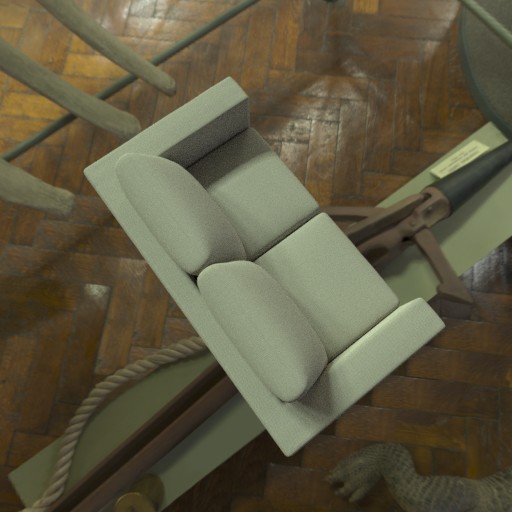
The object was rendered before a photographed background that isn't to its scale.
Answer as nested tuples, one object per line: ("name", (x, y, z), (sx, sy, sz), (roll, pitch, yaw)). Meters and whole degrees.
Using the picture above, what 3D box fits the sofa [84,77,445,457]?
("sofa", (0.000, 0.000, 2.467), (1.009, 0.932, 1.813), (-36, 78, -9))
